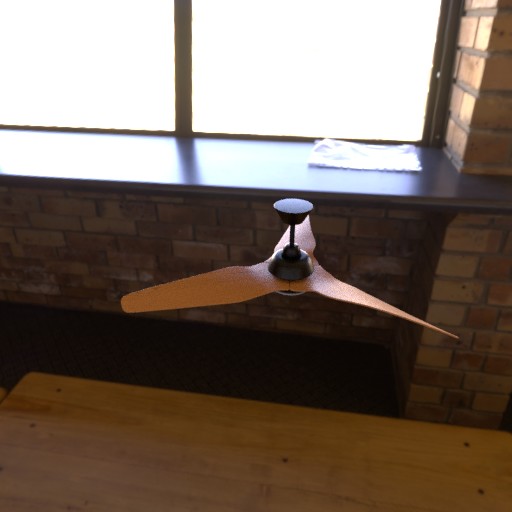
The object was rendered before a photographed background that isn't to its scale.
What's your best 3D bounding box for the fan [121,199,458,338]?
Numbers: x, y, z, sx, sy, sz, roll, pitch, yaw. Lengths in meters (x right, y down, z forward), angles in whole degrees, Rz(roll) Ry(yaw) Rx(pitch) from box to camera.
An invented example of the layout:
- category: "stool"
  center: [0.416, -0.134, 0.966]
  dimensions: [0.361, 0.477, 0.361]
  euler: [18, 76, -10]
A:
- category: "fan"
  center: [0.000, 0.000, 1.666]
  dimensions: [1.010, 0.355, 1.142]
  euler: [-11, 30, -19]
